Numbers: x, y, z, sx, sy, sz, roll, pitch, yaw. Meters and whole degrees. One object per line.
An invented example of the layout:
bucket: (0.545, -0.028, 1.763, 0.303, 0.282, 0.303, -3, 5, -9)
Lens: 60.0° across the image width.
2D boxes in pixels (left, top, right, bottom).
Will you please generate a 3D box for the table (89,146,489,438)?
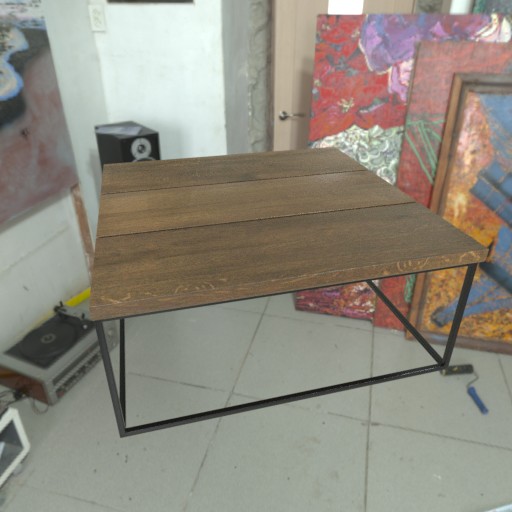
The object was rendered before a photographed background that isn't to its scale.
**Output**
table: (0.000, 0.000, 1.422, 0.900, 0.400, 0.900, -7, 30, -13)
